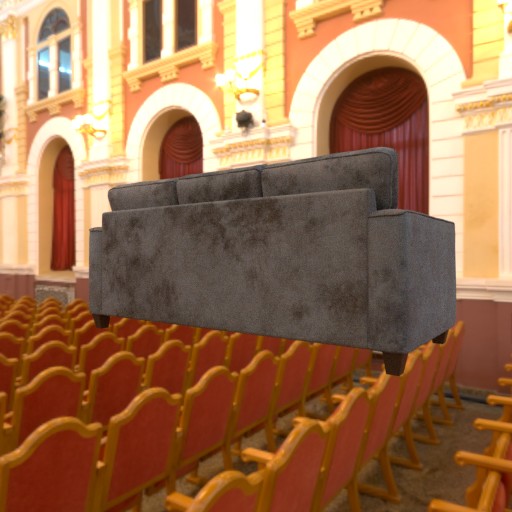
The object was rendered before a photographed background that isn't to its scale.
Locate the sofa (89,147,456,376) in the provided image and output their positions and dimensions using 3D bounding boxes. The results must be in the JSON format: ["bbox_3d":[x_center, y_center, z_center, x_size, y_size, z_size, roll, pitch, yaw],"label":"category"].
[{"bbox_3d":[0.000,0.000,2.719,2.133,0.965,0.939,0,0,36],"label":"sofa"}]
